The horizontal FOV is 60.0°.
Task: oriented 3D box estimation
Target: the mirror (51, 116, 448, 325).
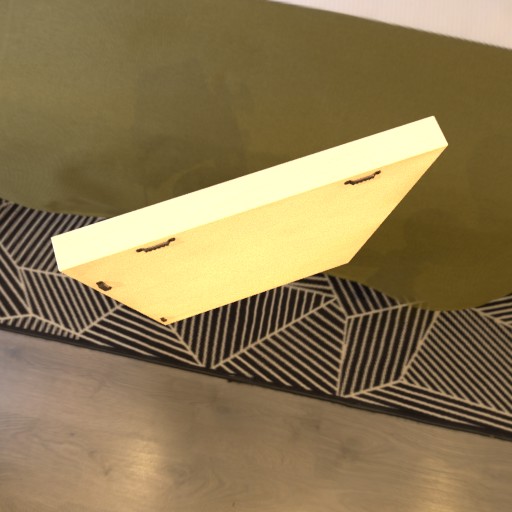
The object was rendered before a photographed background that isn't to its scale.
[{"bbox_3d":[0.000,0.000,0.686,0.406,0.509,0.041,-18,76,-5],"label":"mirror"}]
